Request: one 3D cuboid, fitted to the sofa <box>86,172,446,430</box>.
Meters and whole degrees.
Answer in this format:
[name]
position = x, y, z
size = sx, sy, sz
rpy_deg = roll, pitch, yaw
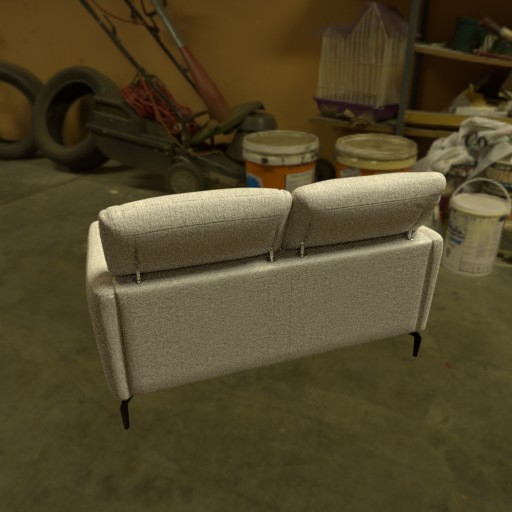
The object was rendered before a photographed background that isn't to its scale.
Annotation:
[sofa]
position = 0.000, 0.000, 2.146
size = 1.540, 0.950, 0.905
rpy_deg = -9, 28, -17
